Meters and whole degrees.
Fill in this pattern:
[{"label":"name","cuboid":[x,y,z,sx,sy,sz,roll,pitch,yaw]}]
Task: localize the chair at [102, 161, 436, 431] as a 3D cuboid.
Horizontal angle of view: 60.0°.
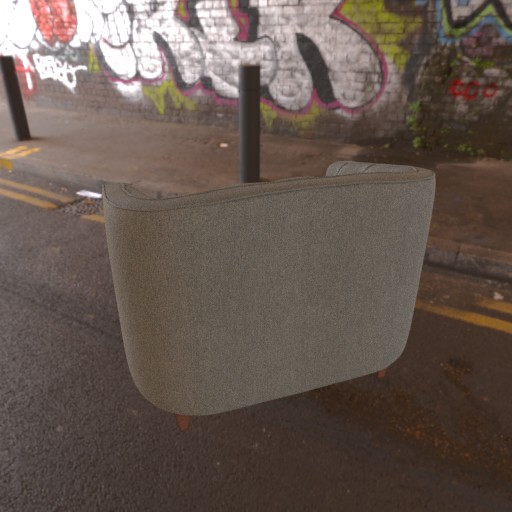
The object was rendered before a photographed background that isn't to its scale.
[{"label":"chair","cuboid":[0.000,0.000,1.750,1.094,0.852,0.945,-9,28,-17]}]
